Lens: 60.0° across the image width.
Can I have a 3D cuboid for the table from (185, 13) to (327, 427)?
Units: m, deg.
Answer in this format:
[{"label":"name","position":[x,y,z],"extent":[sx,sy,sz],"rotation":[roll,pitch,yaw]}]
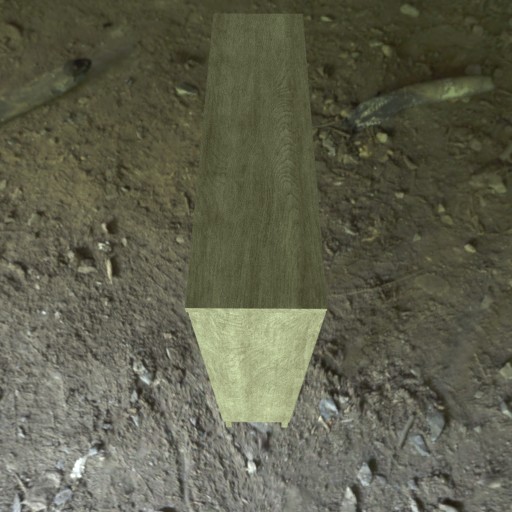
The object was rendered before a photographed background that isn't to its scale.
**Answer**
[{"label":"table","position":[0.000,0.000,1.496],"extent":[0.256,1.135,0.902],"rotation":[0,59,0]}]
